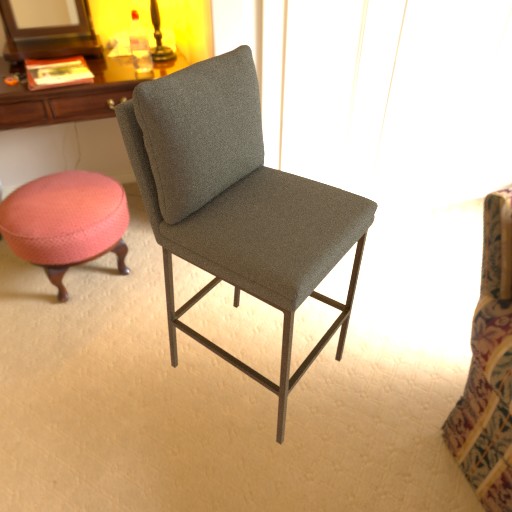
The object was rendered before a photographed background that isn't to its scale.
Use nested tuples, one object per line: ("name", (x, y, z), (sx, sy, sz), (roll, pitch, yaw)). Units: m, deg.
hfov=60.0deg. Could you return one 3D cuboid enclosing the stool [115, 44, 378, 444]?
("stool", (0.000, 0.000, 1.412), (0.569, 1.132, 0.463), (25, 47, 27))
